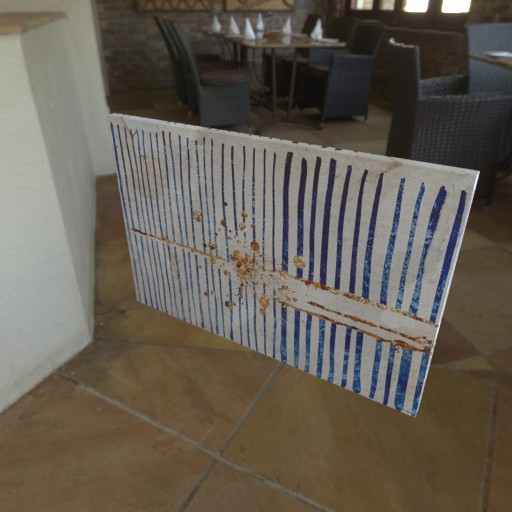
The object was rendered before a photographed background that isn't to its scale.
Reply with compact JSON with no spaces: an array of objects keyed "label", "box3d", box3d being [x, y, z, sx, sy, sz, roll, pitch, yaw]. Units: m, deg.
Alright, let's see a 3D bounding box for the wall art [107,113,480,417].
[{"label":"wall art","box3d":[0.000,0.000,1.417,1.143,0.757,0.038,17,34,27]}]
